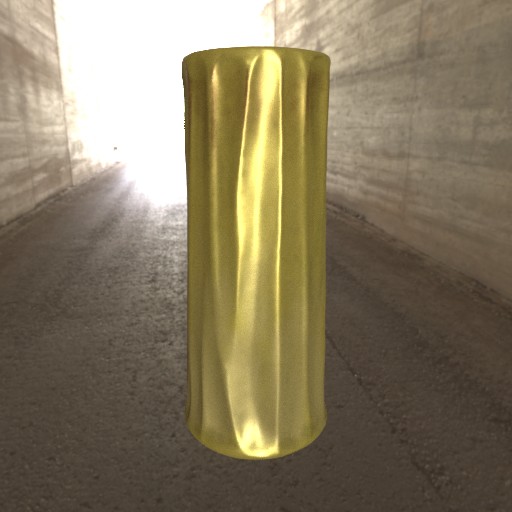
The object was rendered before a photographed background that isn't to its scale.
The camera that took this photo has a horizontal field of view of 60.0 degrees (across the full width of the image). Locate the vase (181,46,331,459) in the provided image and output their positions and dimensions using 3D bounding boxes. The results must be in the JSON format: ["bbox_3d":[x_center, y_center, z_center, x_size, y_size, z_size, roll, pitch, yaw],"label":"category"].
[{"bbox_3d":[0.000,0.000,0.174,0.061,0.143,0.061,0,16,0],"label":"vase"}]
